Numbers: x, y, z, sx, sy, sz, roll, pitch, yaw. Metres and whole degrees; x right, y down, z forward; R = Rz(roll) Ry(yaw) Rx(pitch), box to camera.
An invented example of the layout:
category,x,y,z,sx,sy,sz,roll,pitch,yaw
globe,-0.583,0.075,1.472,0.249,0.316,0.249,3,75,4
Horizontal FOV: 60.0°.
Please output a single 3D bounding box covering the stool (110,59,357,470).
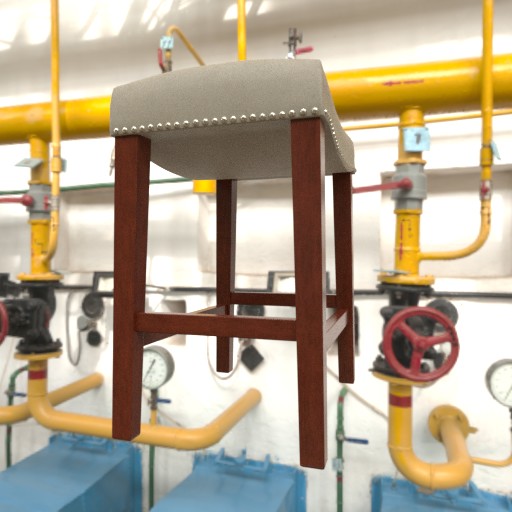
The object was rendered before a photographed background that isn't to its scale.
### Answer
category,x,y,z,sx,sy,sz,roll,pitch,yaw
stool,0.000,0.000,0.938,0.375,0.632,0.509,0,0,18
